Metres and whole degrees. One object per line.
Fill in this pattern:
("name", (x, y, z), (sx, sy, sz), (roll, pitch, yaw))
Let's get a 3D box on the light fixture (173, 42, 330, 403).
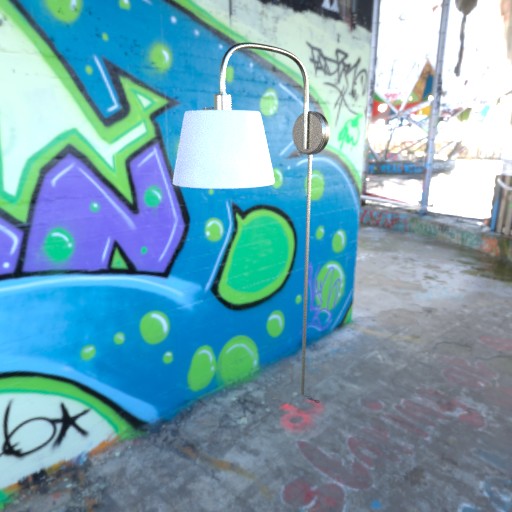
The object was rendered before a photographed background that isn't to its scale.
("light fixture", (0.000, 0.000, 0.453), (0.092, 0.399, 0.176), (14, 21, 42))
